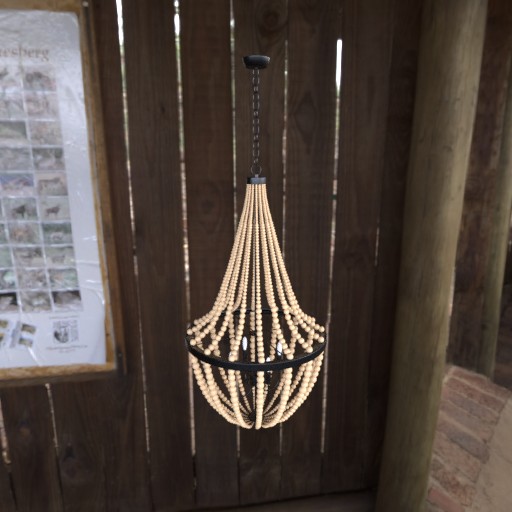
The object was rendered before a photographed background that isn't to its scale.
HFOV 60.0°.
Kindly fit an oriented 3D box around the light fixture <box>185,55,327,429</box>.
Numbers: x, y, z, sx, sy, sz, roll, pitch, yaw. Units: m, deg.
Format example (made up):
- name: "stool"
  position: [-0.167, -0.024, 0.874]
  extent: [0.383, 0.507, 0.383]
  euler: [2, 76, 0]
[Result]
- name: "light fixture"
  position: [0.000, 0.000, 1.367]
  extent: [0.450, 1.133, 0.450]
  euler: [0, 13, 0]
